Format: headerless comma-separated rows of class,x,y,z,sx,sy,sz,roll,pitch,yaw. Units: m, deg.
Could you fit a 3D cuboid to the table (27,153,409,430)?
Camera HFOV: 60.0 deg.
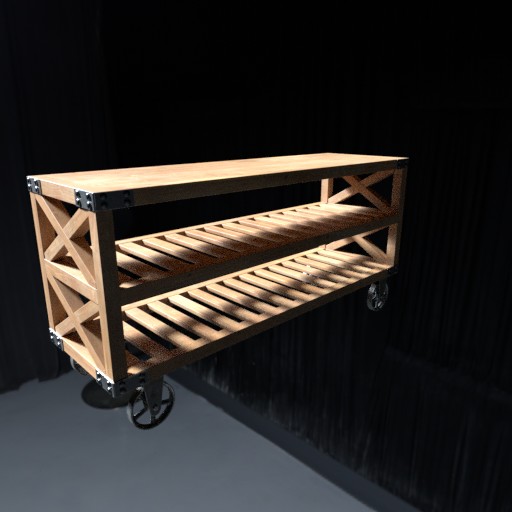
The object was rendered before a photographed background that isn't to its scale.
table,0.000,0.000,1.766,1.487,0.711,0.467,-16,23,-42
